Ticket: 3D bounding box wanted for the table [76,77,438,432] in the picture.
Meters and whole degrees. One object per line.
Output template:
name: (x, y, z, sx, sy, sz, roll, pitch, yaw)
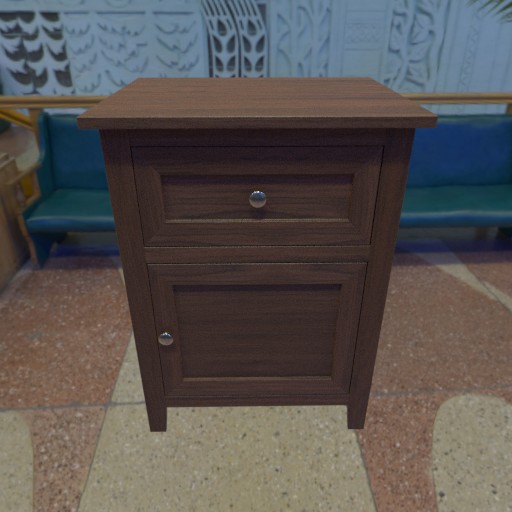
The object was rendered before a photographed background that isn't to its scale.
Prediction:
table: (0.000, 0.000, 0.908, 0.480, 0.636, 0.381, 0, 29, -1)
